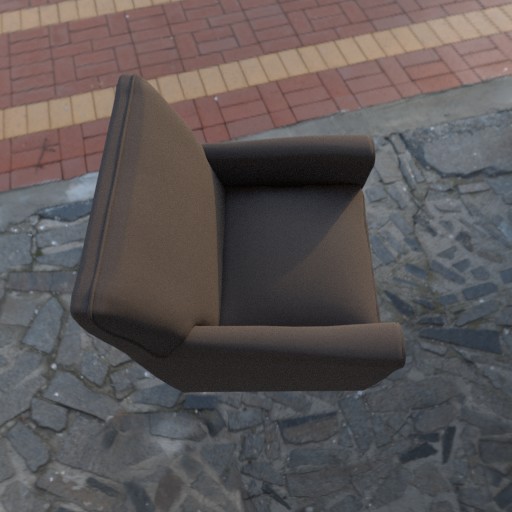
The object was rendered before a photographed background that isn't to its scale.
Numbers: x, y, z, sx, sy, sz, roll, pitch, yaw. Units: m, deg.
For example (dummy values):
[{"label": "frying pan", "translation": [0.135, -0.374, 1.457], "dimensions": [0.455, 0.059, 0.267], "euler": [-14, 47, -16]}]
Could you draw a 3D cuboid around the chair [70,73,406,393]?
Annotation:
[{"label": "chair", "translation": [0.000, 0.000, 1.542], "dimensions": [0.831, 0.911, 0.836], "euler": [0, 62, 0]}]
